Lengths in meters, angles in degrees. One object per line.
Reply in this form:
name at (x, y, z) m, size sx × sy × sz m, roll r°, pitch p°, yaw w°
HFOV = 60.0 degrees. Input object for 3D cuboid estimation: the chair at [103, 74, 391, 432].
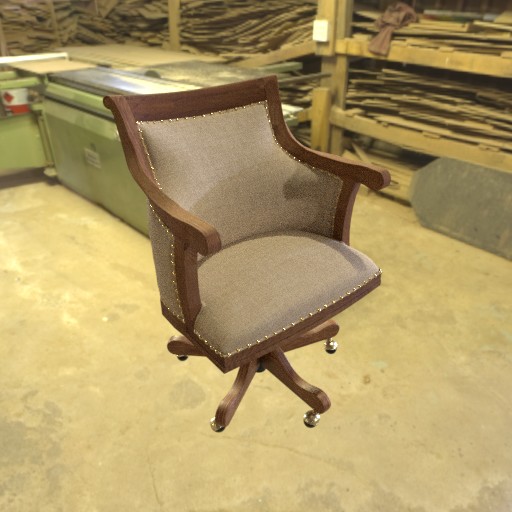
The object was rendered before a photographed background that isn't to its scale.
chair at (0.000, 0.000, 1.400) m, size 0.656 × 0.965 × 0.689 m, roll -22°, pitch 37°, yaw -33°
